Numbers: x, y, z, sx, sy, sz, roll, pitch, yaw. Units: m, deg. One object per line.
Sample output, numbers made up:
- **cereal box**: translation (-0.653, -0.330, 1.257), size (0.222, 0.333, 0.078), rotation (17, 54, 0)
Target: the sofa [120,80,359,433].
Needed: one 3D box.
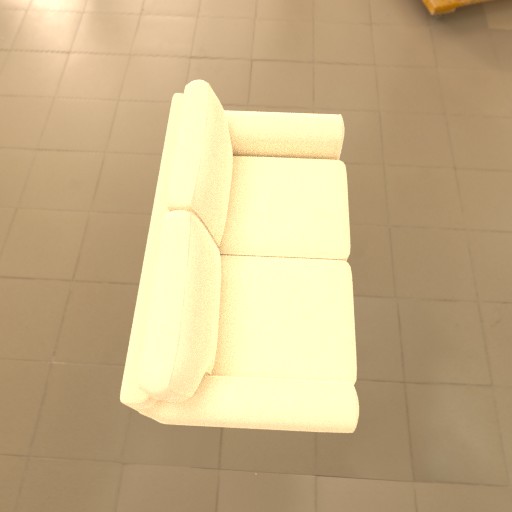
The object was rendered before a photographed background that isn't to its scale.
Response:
- **sofa**: translation (0.000, 0.000, 2.351), size (0.991, 0.940, 1.727), rotation (2, 64, 1)
